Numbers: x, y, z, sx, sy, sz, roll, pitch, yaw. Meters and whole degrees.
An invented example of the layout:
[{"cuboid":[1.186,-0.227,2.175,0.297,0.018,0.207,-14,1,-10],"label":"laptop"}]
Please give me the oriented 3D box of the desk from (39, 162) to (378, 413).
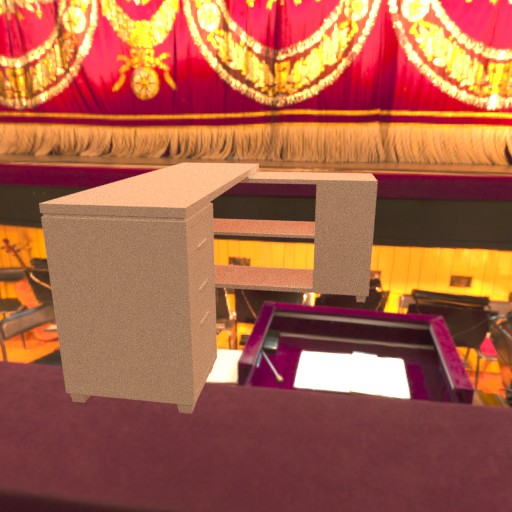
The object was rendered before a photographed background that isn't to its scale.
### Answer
[{"cuboid":[0.000,0.000,2.192,1.199,0.759,1.524,3,17,9],"label":"desk"}]
